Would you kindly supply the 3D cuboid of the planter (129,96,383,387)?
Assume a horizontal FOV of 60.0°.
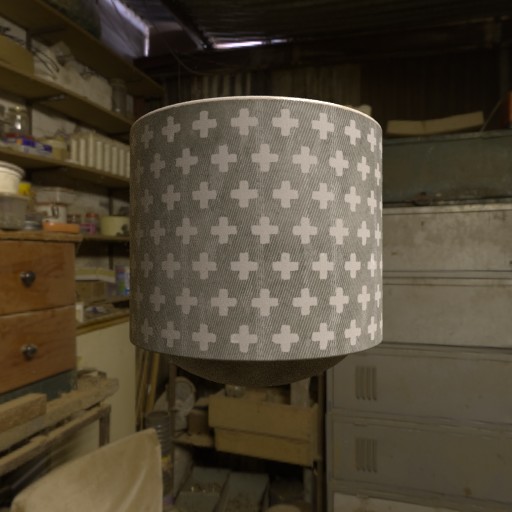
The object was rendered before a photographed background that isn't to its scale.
[{"bbox_3d":[0.000,0.000,0.346,0.190,0.181,0.190,0,0,0],"label":"planter"}]
